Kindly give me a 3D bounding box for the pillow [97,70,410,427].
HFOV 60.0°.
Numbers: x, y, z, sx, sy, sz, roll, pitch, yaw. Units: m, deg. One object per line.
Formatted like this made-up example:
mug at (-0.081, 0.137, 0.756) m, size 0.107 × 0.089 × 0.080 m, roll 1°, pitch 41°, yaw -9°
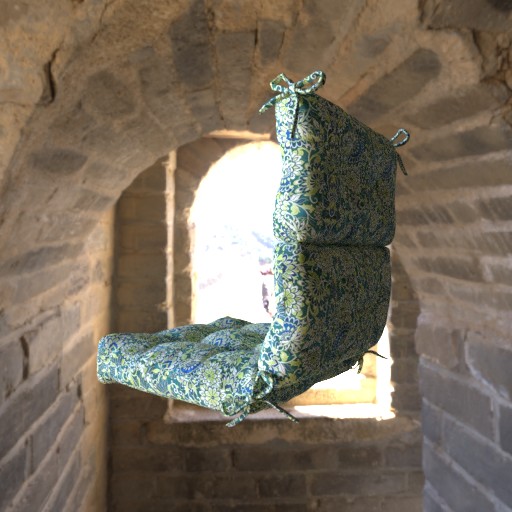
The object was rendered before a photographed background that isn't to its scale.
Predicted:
pillow at (0.000, 0.000, 1.016) m, size 0.571 × 0.605 × 0.519 m, roll 0°, pitch 0°, yaw 35°
